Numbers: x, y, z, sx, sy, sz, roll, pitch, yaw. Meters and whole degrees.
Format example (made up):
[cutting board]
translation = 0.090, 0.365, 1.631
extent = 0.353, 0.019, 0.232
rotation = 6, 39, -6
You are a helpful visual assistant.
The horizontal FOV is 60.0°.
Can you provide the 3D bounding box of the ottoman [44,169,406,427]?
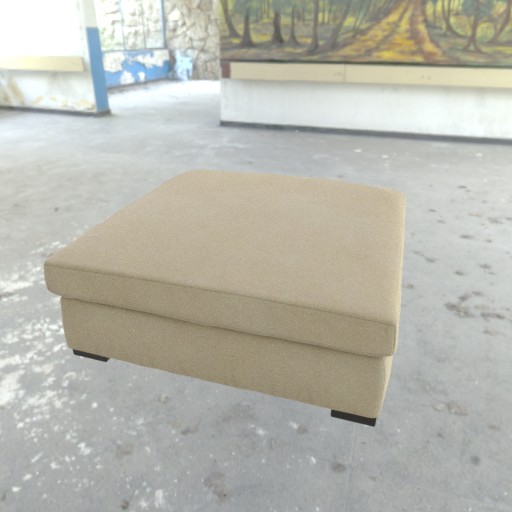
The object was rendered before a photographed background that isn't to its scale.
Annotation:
[ottoman]
translation = 0.000, 0.000, 1.922
extent = 1.205, 0.522, 1.190
rotation = 8, 28, 16
